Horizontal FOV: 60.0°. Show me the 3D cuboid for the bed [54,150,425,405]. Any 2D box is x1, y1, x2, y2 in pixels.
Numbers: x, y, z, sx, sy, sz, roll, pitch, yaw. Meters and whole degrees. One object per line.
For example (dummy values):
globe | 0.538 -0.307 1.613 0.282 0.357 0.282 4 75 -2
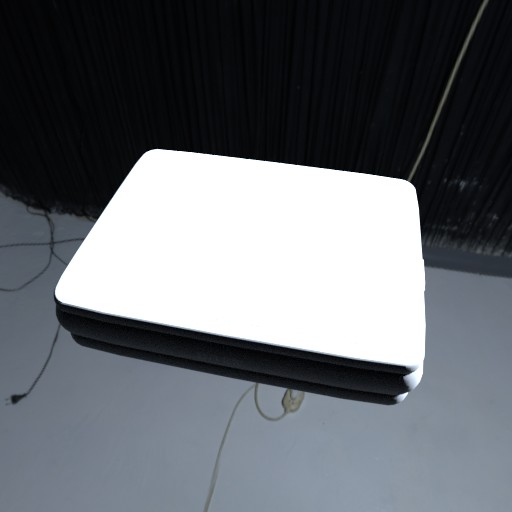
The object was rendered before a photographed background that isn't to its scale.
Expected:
bed | 0.000 0.000 2.793 2.036 0.460 1.520 9 48 8
